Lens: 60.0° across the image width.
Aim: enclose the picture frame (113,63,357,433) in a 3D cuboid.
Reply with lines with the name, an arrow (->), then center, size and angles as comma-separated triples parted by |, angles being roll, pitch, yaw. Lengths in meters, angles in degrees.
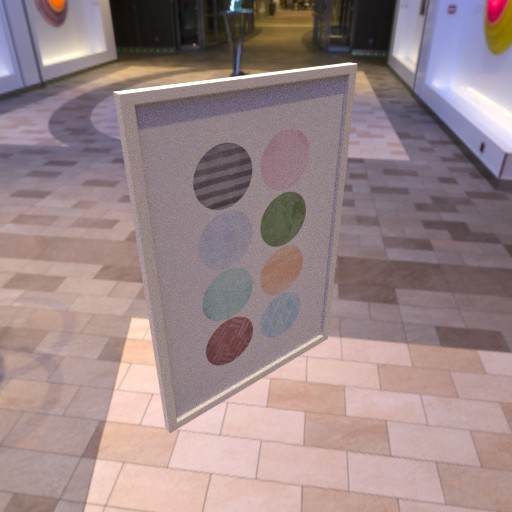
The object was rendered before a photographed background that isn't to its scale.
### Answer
picture frame -> 0.000, 0.000, 0.570 | 0.305, 0.434, 0.013 | -22, 37, -32
